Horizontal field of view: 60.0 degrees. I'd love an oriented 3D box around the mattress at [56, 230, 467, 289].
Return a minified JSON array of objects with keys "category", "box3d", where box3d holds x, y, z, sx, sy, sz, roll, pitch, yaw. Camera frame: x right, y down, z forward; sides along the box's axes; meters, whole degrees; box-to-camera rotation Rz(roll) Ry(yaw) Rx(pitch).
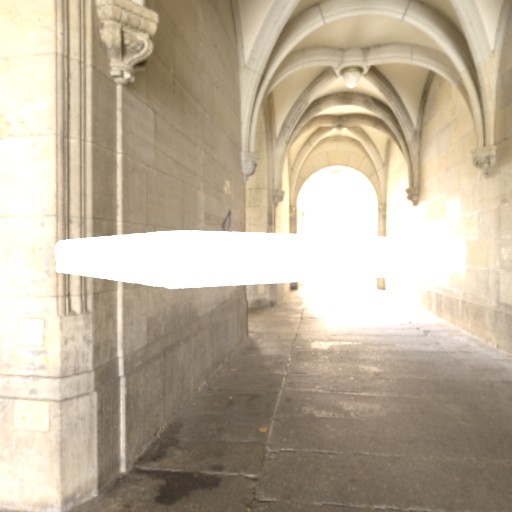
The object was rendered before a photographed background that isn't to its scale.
[{"category":"mattress","box3d":[0.000,0.000,2.663,1.900,0.200,1.600,0,1,-37]}]
